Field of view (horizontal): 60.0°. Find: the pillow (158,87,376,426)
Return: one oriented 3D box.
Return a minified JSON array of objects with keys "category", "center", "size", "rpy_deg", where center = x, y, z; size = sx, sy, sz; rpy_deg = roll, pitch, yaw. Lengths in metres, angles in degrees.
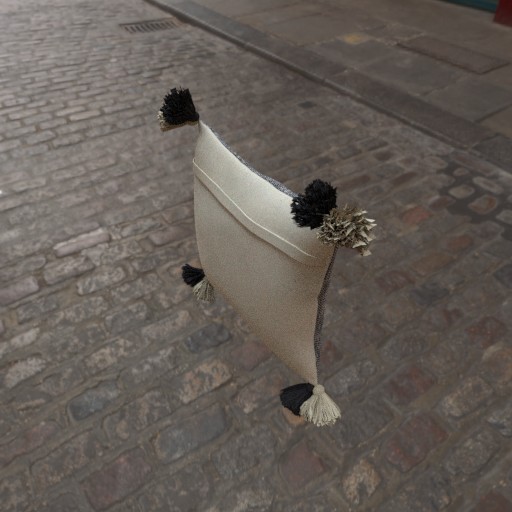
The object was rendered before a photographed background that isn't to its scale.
[{"category":"pillow","center":[0.000,0.000,1.023],"size":[0.170,0.659,0.654],"rpy_deg":[-25,47,-26]}]
